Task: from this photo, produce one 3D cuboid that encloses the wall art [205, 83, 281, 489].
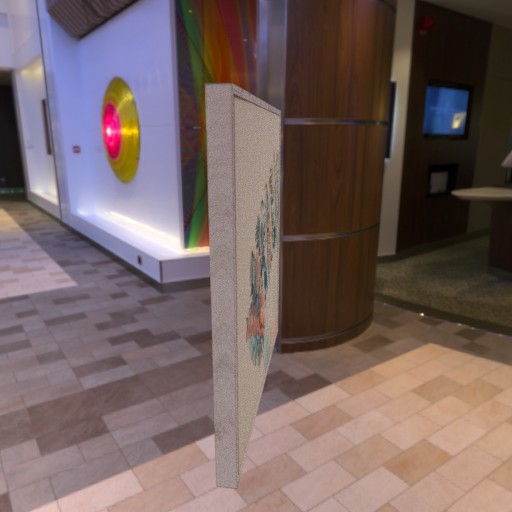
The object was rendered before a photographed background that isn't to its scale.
[{"bbox_3d":[0.000,0.000,0.768,0.029,0.506,0.508,2,15,9],"label":"wall art"}]
